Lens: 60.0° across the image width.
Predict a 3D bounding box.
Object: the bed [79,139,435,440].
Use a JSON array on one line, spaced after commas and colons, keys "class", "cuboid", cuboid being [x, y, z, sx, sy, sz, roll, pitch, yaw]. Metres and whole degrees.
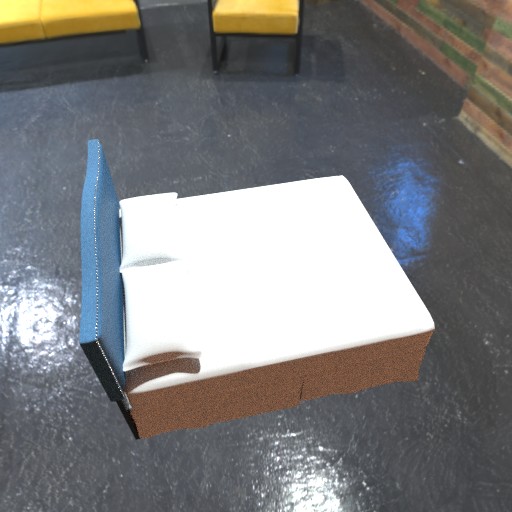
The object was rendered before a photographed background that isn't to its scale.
[{"class": "bed", "cuboid": [0.000, 0.000, 2.873, 1.872, 1.169, 1.610, -10, 48, -9]}]
